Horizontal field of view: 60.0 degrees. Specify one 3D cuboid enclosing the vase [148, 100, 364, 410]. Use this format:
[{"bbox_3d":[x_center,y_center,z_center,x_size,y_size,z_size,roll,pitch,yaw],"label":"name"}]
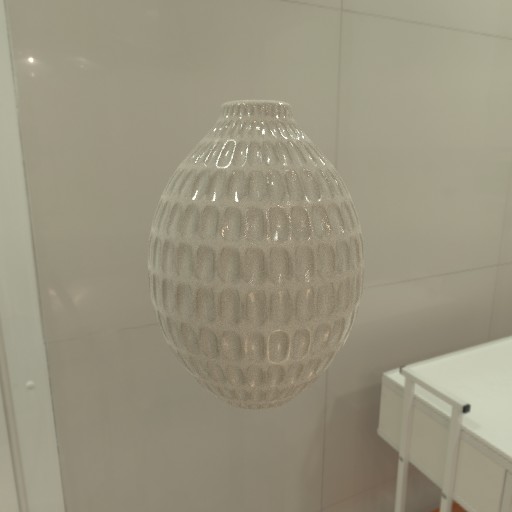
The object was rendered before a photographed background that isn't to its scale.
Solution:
[{"bbox_3d":[0.000,0.000,0.340,0.162,0.223,0.162,0,14,0],"label":"vase"}]
